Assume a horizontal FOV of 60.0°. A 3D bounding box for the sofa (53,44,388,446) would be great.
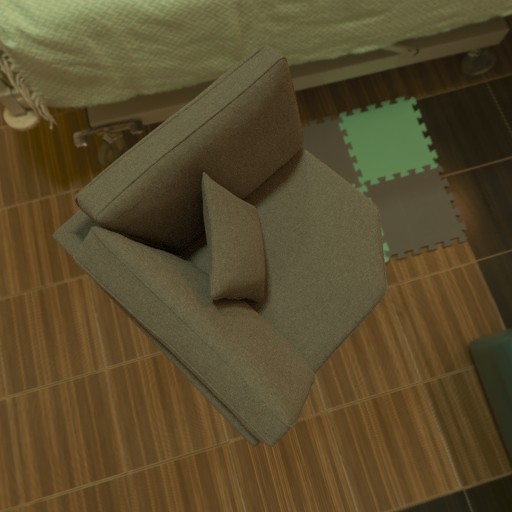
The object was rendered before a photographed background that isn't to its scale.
[{"bbox_3d":[0.000,0.000,1.860,1.050,0.951,1.042,44,79,11],"label":"sofa"}]
